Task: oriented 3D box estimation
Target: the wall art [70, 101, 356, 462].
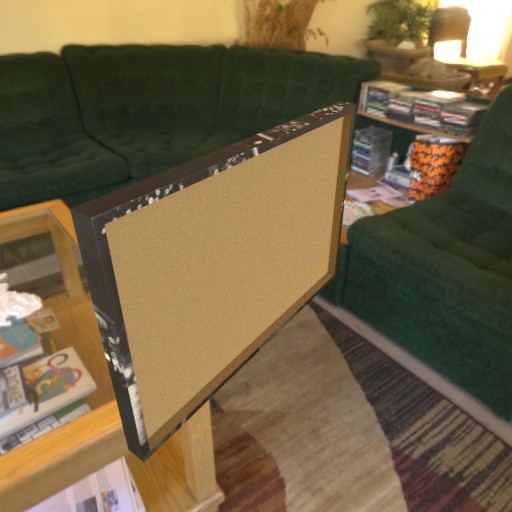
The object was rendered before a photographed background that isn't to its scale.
[{"bbox_3d":[0.000,0.000,0.768,0.037,0.406,0.609,21,37,30],"label":"wall art"}]
